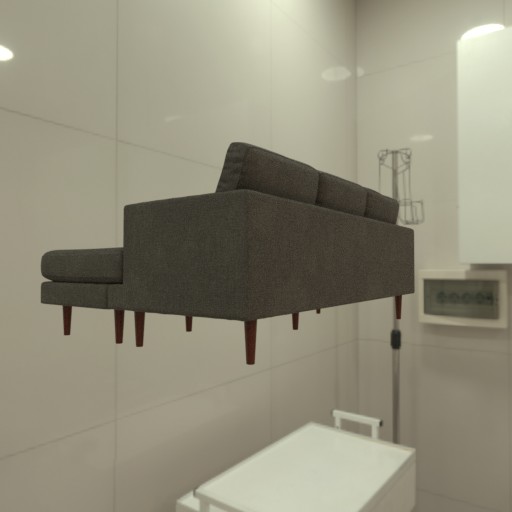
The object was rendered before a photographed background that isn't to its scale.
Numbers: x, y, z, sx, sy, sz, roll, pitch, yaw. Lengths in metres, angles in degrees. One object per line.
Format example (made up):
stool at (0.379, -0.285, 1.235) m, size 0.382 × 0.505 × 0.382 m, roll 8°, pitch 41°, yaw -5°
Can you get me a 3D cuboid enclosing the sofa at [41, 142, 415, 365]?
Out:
sofa at (0.000, 0.000, 3.032) m, size 1.504 × 0.956 × 2.233 m, roll -1°, pitch -2°, yaw 35°
